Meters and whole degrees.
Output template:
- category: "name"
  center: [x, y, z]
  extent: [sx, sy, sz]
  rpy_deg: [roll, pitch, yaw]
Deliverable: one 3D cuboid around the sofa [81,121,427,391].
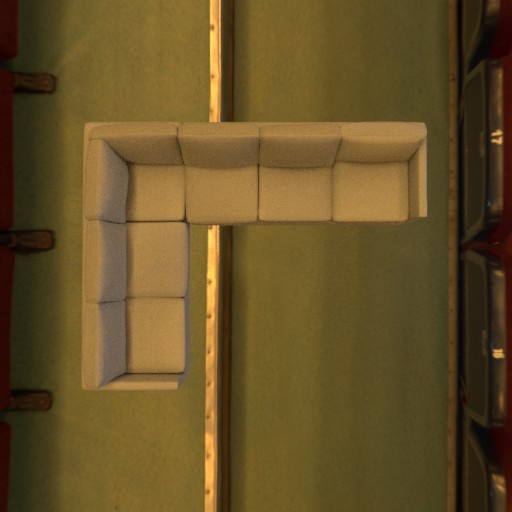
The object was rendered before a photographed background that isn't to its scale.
- category: "sofa"
  center: [0.000, 0.000, 4.427]
  extent: [3.301, 0.947, 2.592]
  rpy_deg: [0, 89, 0]
